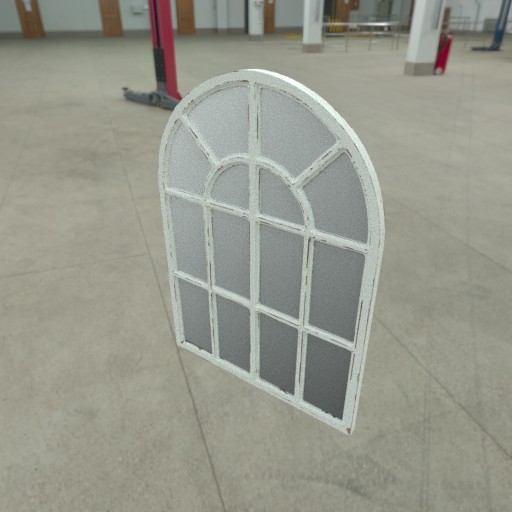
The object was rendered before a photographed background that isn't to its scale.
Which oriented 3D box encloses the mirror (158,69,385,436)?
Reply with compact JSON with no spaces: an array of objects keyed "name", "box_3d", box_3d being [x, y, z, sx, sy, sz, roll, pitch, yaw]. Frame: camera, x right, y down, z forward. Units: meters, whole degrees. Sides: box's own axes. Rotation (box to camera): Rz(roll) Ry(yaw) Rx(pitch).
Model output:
[{"name":"mirror","box_3d":[0.000,0.000,1.179,0.660,0.920,0.032,19,35,30]}]
